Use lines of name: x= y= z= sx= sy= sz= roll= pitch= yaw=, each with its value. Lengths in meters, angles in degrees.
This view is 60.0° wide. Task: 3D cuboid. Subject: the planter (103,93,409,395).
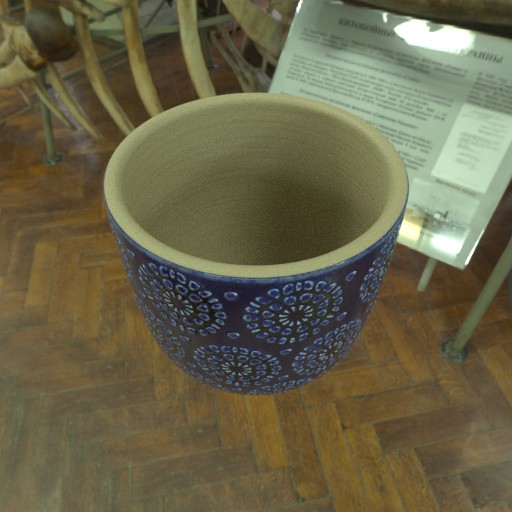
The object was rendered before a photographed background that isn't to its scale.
planter: x=0.000 y=0.000 z=0.295 sx=0.165 sy=0.149 sz=0.165 roll=0 pitch=47 yaw=0
